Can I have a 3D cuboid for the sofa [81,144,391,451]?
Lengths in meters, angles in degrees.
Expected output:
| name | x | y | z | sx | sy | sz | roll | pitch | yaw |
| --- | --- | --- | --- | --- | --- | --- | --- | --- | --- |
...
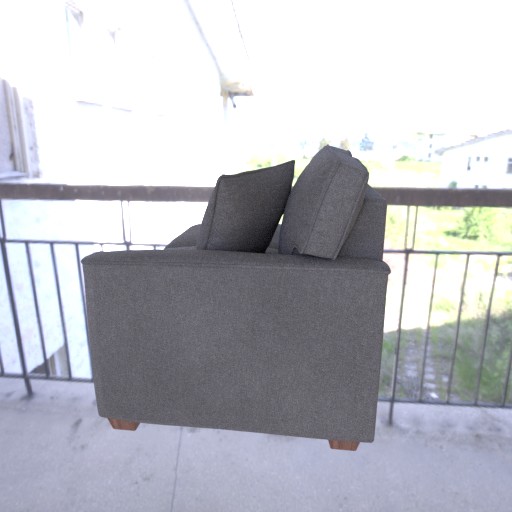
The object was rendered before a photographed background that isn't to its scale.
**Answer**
| name | x | y | z | sx | sy | sz | roll | pitch | yaw |
| --- | --- | --- | --- | --- | --- | --- | --- | --- | --- |
| sofa | 0.000 | 0.000 | 2.048 | 0.991 | 0.989 | 1.388 | 2 | 15 | 8 |
